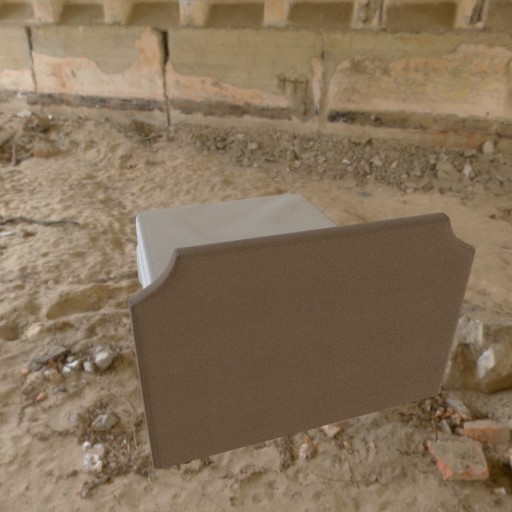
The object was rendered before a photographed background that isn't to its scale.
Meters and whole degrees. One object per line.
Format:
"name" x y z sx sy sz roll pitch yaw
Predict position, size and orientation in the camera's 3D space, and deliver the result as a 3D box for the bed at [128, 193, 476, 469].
"bed" 0.000 0.000 3.228 1.828 1.303 2.164 -8 29 -15
